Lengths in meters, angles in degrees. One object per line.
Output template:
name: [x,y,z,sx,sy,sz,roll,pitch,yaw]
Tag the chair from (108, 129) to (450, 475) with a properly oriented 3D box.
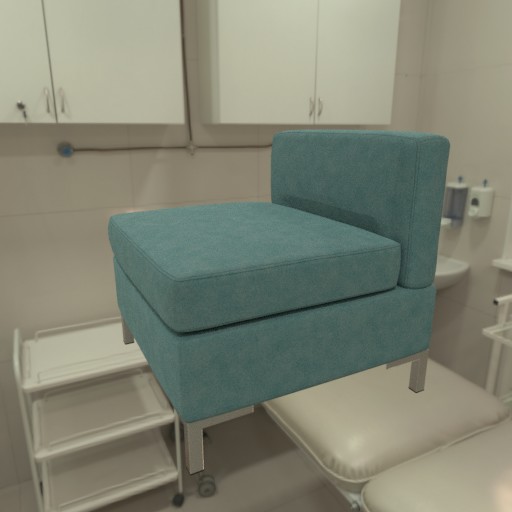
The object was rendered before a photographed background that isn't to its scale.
chair: [0.000,0.000,1.209,0.685,0.660,0.684,-8,18,-26]
